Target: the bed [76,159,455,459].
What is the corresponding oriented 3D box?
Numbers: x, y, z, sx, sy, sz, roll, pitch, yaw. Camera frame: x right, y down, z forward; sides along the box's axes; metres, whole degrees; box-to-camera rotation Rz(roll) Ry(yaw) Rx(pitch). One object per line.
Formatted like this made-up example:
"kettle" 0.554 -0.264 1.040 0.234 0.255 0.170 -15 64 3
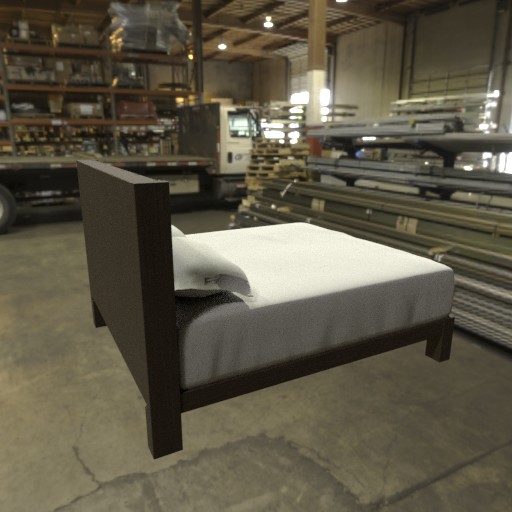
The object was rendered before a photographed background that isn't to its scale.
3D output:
"bed" 0.000 0.000 3.058 1.992 1.261 1.735 -8 17 -27
